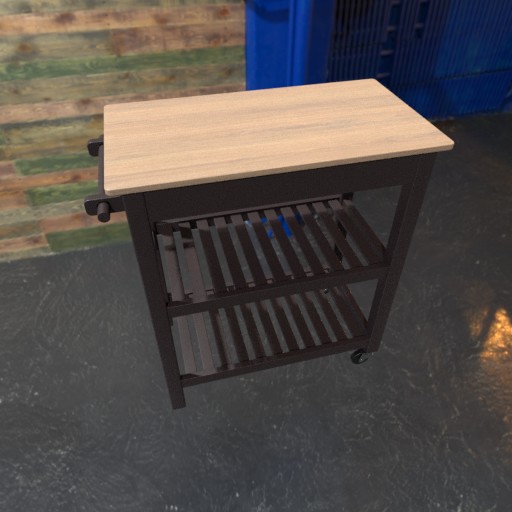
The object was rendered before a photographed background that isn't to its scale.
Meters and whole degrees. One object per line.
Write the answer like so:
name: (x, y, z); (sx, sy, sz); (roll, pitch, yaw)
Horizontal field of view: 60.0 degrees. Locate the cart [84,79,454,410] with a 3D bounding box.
cart: (0.000, 0.000, 1.475); (0.899, 0.927, 0.457); (-10, 42, -11)
